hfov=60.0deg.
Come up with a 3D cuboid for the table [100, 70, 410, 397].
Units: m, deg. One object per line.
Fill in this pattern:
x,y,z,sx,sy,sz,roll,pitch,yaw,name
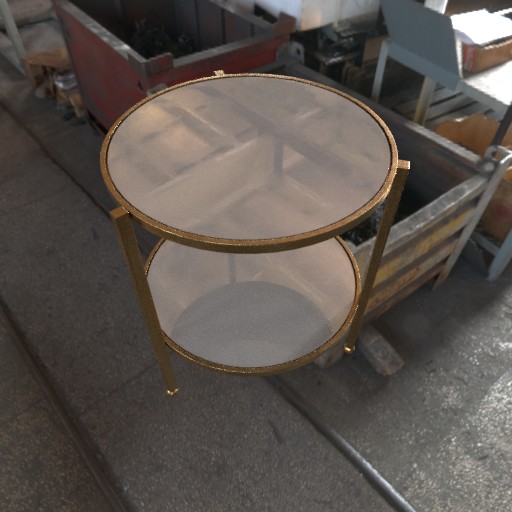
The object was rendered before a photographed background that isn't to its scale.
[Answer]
0.000,0.000,0.451,0.243,0.269,0.231,12,49,10,table
